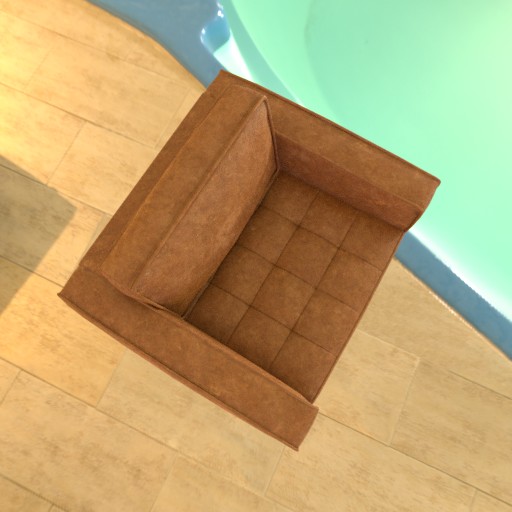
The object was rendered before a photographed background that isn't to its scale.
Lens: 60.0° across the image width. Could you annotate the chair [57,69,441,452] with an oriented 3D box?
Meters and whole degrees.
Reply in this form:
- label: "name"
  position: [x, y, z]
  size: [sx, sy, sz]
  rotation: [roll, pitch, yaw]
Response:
- label: "chair"
  position: [0.000, 0.000, 1.473]
  size: [0.798, 0.767, 0.928]
  rotation: [30, 77, 8]
